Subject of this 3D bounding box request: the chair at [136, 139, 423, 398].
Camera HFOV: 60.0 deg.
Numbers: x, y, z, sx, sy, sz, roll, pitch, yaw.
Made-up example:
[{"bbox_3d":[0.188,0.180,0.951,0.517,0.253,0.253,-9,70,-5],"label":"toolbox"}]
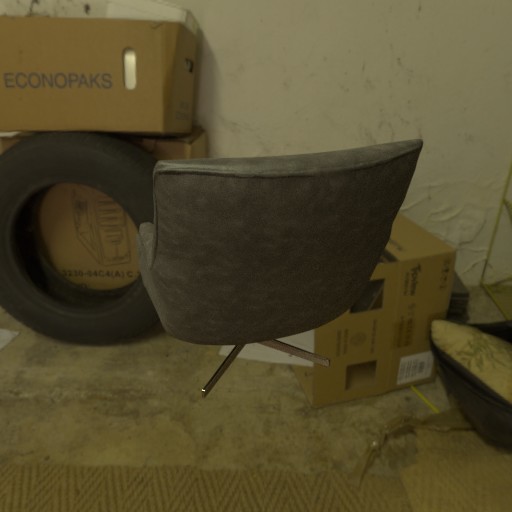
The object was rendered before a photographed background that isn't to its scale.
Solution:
[{"bbox_3d":[0.000,0.000,1.496,0.738,0.870,0.874,-9,28,-17],"label":"chair"}]
